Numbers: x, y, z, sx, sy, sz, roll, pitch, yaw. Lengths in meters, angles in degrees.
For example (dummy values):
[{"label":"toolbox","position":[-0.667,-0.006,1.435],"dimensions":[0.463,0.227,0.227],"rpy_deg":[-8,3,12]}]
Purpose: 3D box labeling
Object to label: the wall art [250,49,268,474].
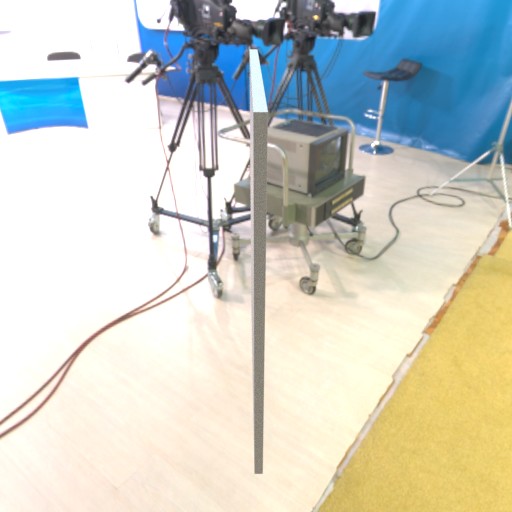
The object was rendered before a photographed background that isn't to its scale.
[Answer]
[{"label":"wall art","position":[0.000,0.000,0.683],"dimensions":[0.013,0.533,0.381],"rpy_deg":[-1,32,-1]}]
